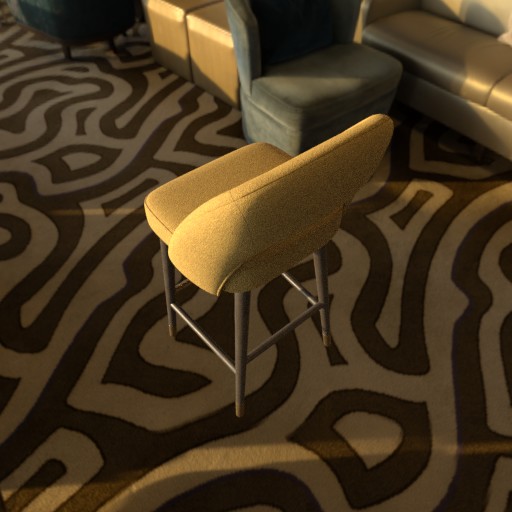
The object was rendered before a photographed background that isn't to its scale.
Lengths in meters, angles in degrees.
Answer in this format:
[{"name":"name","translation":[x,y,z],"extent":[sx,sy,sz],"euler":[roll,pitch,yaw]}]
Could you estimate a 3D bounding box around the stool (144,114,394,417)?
[{"name":"stool","translation":[0.000,0.000,1.342],"extent":[0.536,1.032,0.522],"euler":[-32,55,-26]}]
